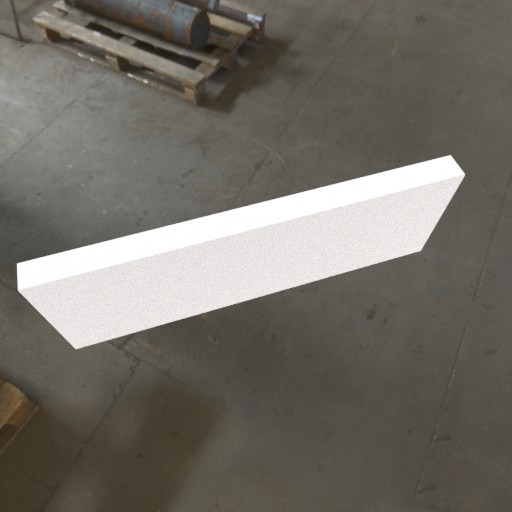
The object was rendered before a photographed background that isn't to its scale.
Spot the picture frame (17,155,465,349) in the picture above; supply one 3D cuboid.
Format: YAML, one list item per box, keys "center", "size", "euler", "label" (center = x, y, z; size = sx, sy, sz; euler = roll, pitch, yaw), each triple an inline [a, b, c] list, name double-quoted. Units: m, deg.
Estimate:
- center: [0.000, 0.000, 0.839]
  size: [0.759, 0.250, 0.050]
  euler: [-15, 59, -9]
  label: "picture frame"
